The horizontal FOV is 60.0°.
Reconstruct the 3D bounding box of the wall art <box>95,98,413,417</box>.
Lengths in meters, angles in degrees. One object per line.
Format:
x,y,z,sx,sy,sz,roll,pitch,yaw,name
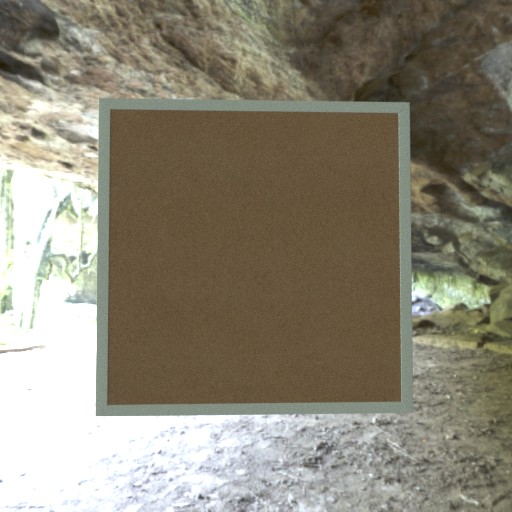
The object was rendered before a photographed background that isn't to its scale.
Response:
0.000,0.000,1.088,0.760,0.760,0.036,0,-2,-2,wall art
